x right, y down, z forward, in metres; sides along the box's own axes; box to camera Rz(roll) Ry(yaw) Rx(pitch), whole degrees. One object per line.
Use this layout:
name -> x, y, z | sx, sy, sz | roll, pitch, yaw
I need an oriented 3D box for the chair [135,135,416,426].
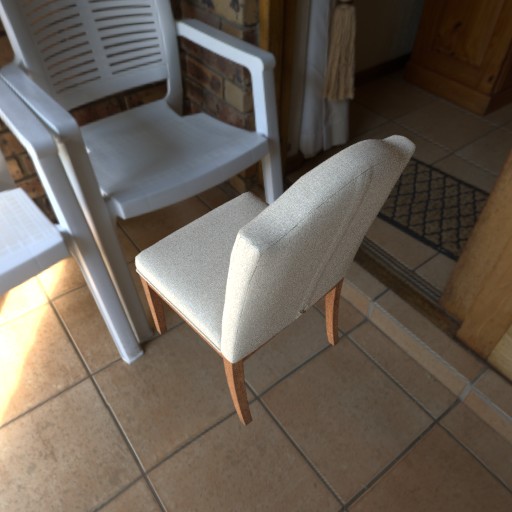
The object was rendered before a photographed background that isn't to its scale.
chair -> 0.000, 0.000, 1.396 | 0.534, 1.012, 0.648 | -34, 55, -28
